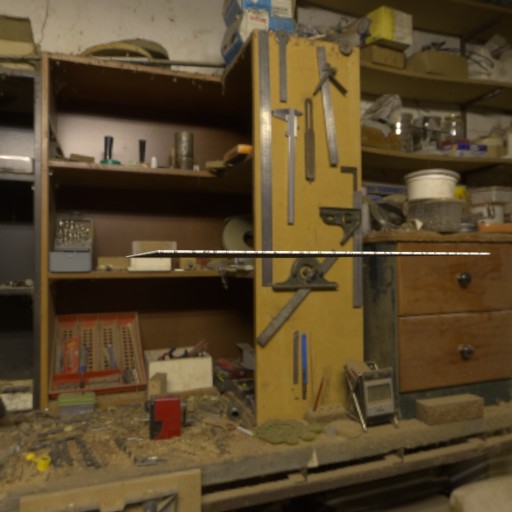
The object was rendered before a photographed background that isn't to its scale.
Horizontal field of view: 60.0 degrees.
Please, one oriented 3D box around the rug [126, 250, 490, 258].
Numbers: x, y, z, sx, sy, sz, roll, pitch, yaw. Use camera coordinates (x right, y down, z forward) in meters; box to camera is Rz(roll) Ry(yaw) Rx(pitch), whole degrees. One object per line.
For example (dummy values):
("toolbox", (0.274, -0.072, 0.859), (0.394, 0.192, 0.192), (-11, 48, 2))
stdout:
("rug", (0.000, 0.000, 2.317), (1.220, 0.008, 1.824), (0, -1, -19))
